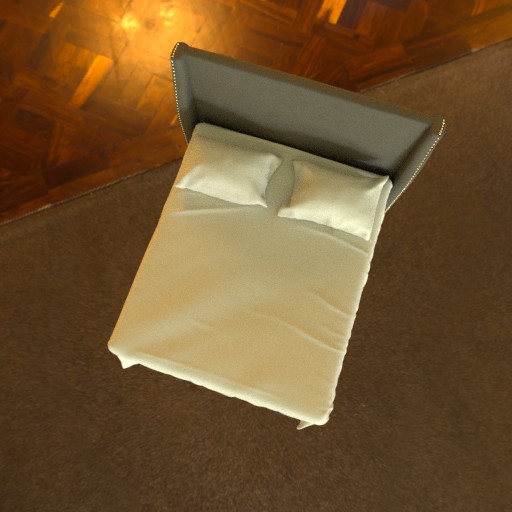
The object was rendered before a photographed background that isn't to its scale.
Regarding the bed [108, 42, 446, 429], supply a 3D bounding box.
[{"bbox_3d":[0.000,0.000,3.347,1.925,1.332,2.276,18,77,4],"label":"bed"}]
